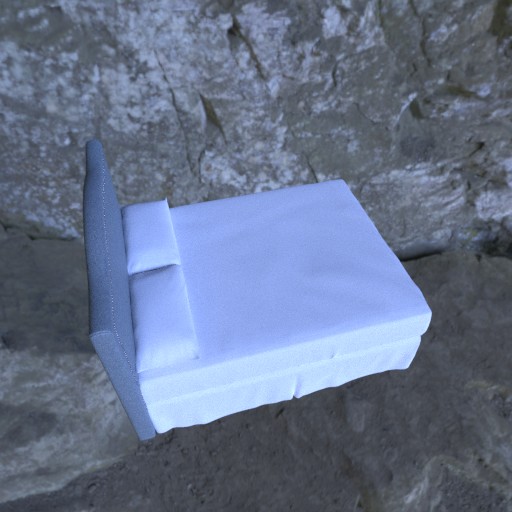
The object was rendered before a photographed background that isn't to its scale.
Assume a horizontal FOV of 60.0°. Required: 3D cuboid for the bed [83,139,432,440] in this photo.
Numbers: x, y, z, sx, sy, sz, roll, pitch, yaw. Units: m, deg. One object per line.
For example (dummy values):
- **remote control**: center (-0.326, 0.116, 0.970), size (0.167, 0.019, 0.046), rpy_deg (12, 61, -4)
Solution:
- **bed**: center (0.000, 0.000, 3.316), size (2.143, 1.460, 1.753), rpy_deg (-11, 48, -10)
